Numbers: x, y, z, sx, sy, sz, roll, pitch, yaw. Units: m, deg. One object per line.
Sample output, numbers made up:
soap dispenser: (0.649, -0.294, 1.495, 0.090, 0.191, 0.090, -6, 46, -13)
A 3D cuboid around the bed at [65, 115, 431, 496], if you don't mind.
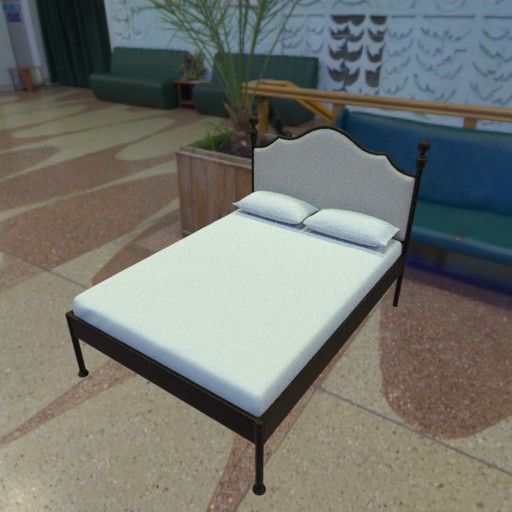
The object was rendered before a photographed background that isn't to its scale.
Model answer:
bed: (0.000, 0.000, 3.245, 1.642, 1.499, 2.224, 19, 34, 30)
